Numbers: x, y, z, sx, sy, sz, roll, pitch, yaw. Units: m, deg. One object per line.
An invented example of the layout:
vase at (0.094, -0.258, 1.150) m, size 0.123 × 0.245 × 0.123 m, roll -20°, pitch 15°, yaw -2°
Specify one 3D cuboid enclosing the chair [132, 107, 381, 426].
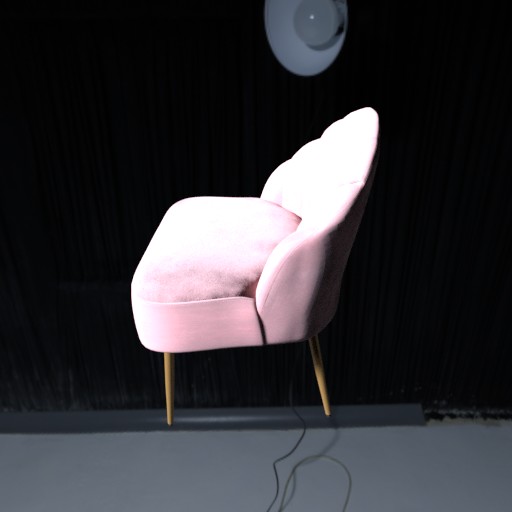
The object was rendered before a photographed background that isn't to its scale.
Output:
chair at (0.000, 0.000, 1.282) m, size 0.599 × 0.819 × 0.657 m, roll 0°, pitch 27°, yaw 1°
